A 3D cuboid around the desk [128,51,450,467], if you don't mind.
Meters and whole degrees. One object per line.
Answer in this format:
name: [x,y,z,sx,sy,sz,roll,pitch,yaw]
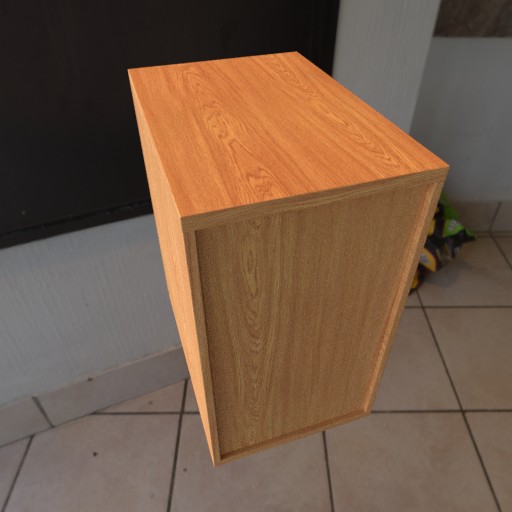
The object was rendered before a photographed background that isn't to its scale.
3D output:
desk: [0.000,0.000,1.060,0.404,0.730,0.600,-12,42,-14]
